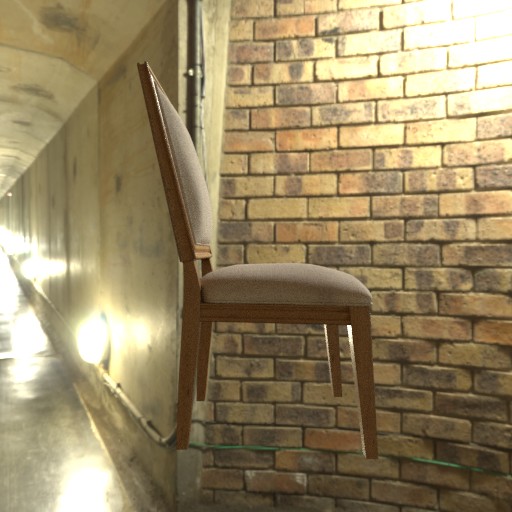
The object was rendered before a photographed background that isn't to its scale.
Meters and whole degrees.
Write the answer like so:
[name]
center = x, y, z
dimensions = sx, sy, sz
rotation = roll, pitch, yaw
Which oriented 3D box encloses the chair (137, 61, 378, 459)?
[chair]
center = 0.000, 0.000, 1.328
dimensions = 0.601, 0.988, 0.536
rotation = 0, 1, 0
